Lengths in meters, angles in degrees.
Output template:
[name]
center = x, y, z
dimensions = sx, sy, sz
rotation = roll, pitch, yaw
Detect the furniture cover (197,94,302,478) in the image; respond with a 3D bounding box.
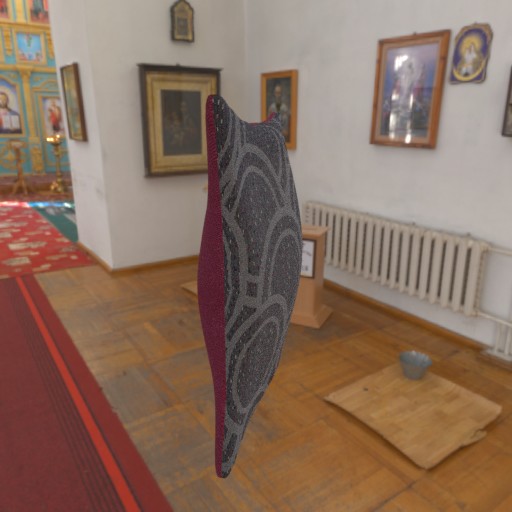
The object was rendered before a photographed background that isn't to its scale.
[furniture cover]
center = 0.000, 0.000, 0.794
dimensions = 0.163, 0.513, 0.514
rotation = 3, 16, 10
